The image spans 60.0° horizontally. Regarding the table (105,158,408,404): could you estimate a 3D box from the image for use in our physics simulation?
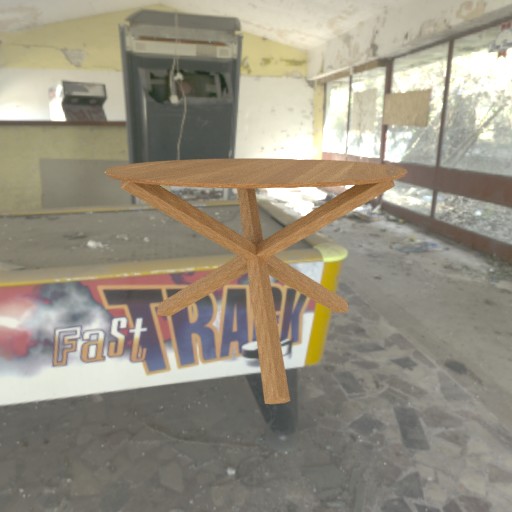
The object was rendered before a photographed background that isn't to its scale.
[{"bbox_3d":[0.000,0.000,1.688,1.038,0.666,1.038,0,16,0],"label":"table"}]
